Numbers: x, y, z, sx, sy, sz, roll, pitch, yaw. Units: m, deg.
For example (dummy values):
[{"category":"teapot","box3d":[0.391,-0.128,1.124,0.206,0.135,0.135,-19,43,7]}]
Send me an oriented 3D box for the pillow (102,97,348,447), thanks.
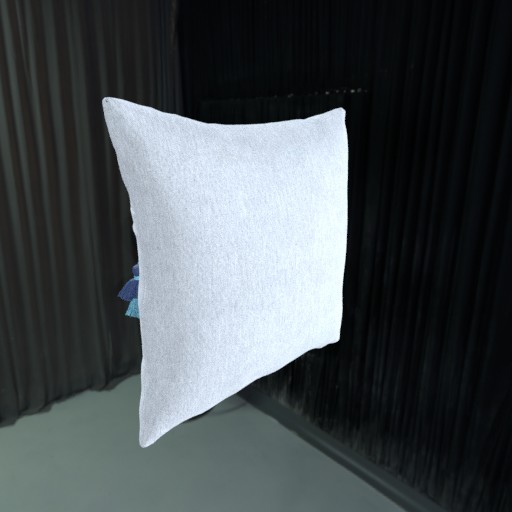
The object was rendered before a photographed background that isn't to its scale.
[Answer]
[{"category":"pillow","box3d":[0.000,0.000,0.670,0.433,0.436,0.173,-15,22,-42]}]
